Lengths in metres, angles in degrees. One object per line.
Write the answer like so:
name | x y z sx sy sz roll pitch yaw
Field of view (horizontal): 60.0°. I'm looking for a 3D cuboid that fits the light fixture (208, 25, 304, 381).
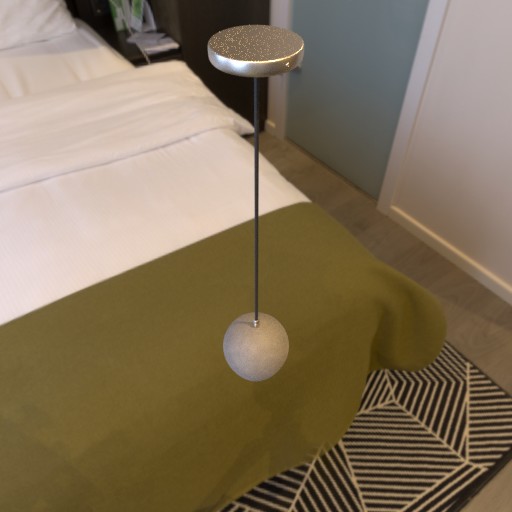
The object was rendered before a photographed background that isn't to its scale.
light fixture | 0.000 0.000 0.819 0.153 0.760 0.153 18 49 17
